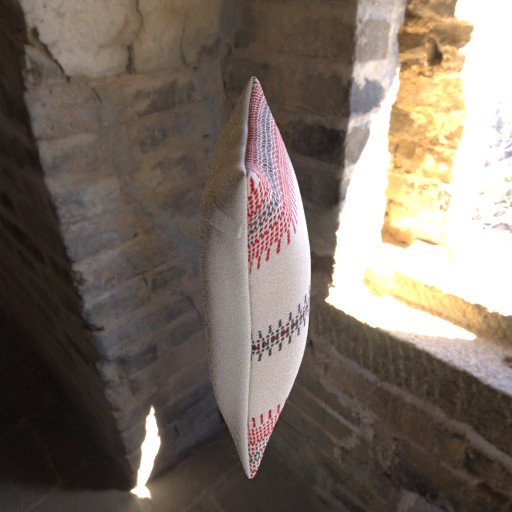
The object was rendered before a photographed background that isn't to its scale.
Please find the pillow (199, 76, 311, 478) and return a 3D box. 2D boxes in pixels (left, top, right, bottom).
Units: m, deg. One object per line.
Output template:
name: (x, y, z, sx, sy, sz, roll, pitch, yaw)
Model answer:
pillow: (0.000, 0.000, 0.700, 0.160, 0.454, 0.463, 0, 32, 0)
